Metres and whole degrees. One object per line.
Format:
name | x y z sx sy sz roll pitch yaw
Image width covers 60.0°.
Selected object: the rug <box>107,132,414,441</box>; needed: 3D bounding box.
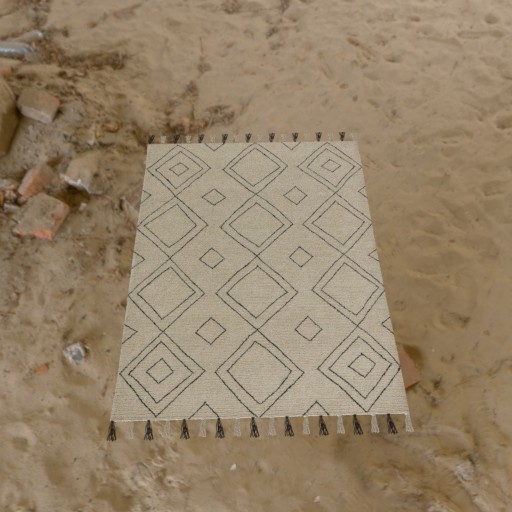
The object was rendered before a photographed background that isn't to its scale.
rug | 0.000 0.000 4.197 2.342 0.026 3.221 -1 59 -1
